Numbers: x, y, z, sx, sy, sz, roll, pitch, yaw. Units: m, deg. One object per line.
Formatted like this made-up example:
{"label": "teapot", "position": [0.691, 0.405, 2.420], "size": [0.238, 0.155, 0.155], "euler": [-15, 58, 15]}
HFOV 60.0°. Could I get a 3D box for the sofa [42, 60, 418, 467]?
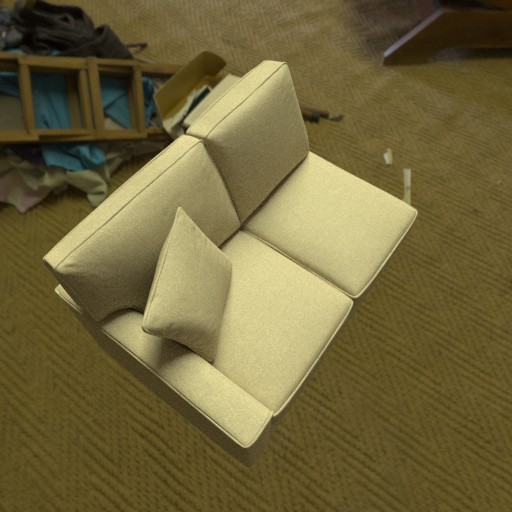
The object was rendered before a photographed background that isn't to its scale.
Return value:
{"label": "sofa", "position": [0.000, 0.000, 2.009], "size": [0.991, 0.989, 1.388], "euler": [32, 63, 18]}
